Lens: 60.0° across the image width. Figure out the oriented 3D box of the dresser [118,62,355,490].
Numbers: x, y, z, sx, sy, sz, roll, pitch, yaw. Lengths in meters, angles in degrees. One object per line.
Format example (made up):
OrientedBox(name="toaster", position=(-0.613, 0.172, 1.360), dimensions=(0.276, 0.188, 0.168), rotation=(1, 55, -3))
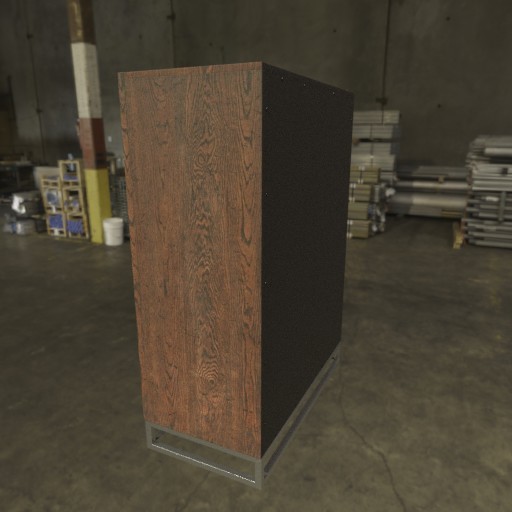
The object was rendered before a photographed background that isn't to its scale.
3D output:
OrientedBox(name="dresser", position=(0.000, 0.000, 1.825), dimensions=(0.508, 1.321, 0.965), rotation=(7, 17, 25))
